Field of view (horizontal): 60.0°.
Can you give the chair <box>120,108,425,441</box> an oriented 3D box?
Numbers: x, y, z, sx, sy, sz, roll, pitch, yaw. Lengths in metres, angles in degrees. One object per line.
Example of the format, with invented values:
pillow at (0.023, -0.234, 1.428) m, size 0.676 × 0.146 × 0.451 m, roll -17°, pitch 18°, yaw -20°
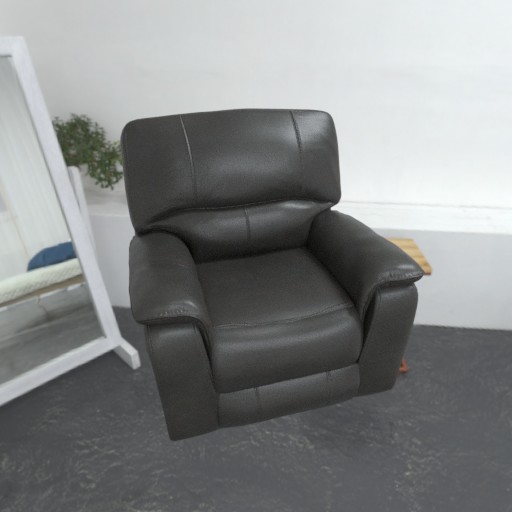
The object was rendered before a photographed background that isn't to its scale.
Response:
chair at (0.000, 0.000, 1.975) m, size 1.096 × 1.109 × 1.087 m, roll -8°, pitch 31°, yaw -14°
